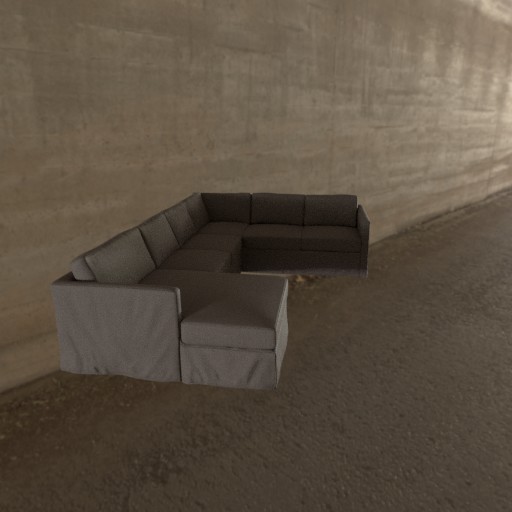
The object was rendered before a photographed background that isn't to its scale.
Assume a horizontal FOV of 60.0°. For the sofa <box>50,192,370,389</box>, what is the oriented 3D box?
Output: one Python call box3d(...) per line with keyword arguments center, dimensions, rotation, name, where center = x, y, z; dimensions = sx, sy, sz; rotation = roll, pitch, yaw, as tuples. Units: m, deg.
box3d(center=(0.000, 0.000, 4.647), dimensions=(2.476, 0.878, 3.528), rotation=(2, 17, 8), name="sofa")
